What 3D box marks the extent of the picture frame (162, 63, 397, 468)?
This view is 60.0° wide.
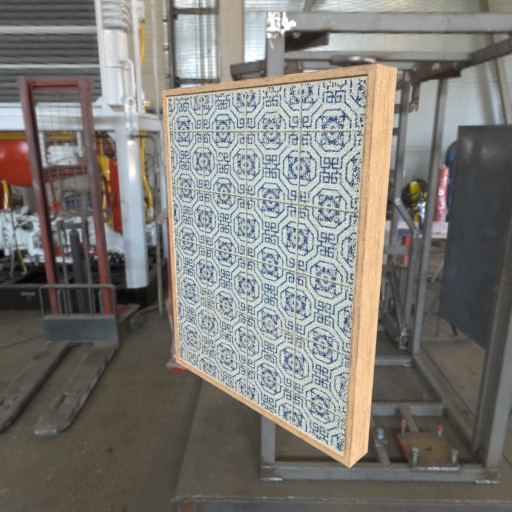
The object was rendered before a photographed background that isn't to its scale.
[{"bbox_3d":[0.000,0.000,0.713,0.046,0.526,0.421,-14,21,-42],"label":"picture frame"}]
